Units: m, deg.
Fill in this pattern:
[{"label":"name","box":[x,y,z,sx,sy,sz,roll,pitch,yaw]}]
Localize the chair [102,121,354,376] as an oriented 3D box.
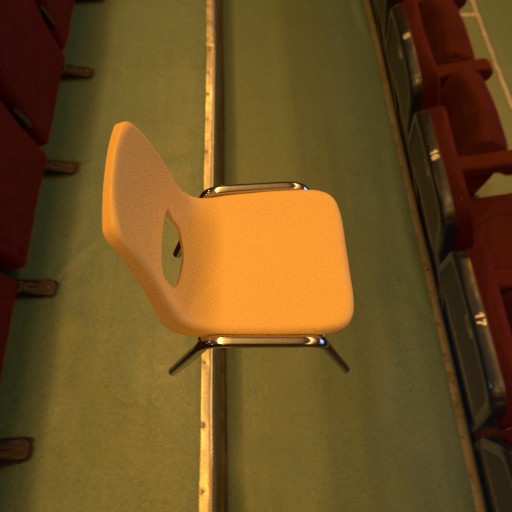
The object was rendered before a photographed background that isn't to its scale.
[{"label":"chair","box":[0.000,0.000,0.851,0.423,0.586,0.354,-2,64,-1]}]
